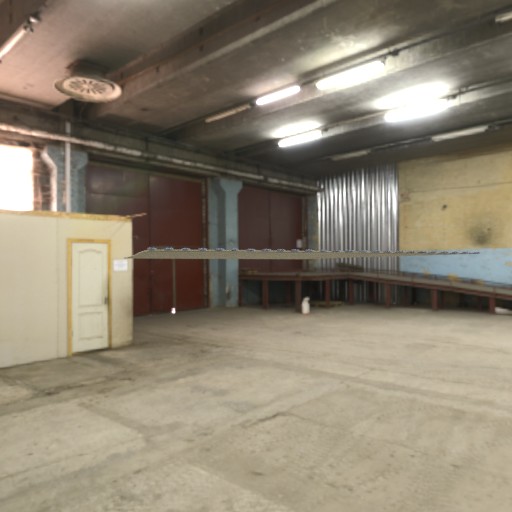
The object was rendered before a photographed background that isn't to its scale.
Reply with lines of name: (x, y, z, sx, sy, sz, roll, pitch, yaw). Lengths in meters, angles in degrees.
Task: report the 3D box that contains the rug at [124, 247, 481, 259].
rug: (0.000, 0.000, 4.542, 2.471, 0.016, 3.416, 0, -1, -19)
